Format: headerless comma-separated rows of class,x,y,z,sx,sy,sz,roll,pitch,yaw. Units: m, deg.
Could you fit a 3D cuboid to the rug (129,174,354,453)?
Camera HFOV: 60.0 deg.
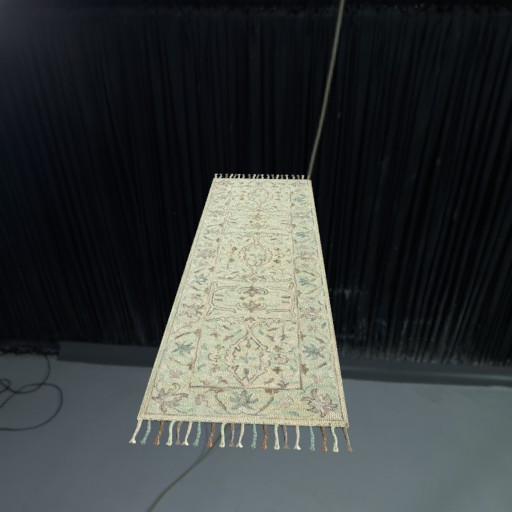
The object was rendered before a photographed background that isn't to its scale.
rug,0.000,0.000,2.535,0.769,0.013,2.440,1,32,2
